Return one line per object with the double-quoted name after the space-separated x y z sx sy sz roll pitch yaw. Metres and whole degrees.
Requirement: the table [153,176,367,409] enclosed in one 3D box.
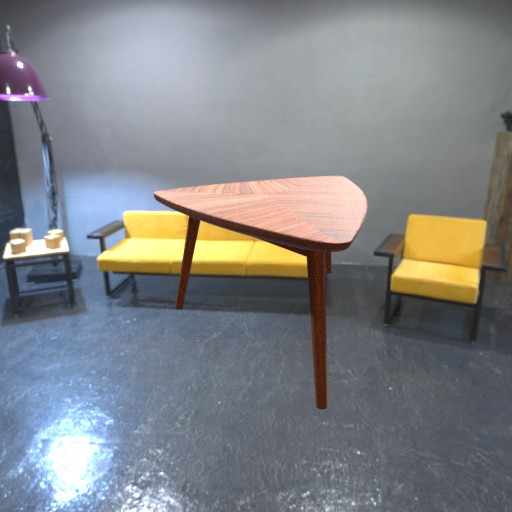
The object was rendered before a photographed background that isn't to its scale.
0.000 0.000 1.298 0.601 0.365 1.008 3 17 9 "table"
